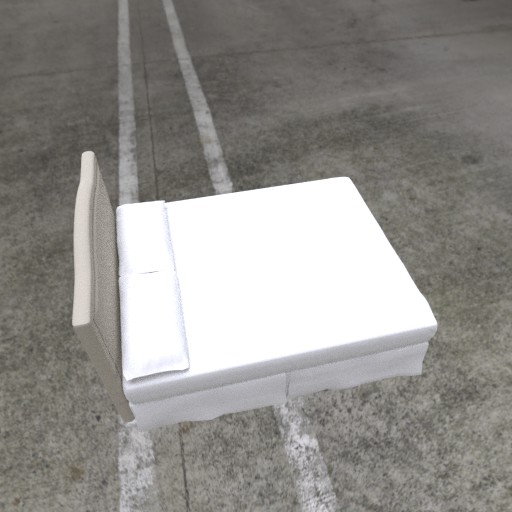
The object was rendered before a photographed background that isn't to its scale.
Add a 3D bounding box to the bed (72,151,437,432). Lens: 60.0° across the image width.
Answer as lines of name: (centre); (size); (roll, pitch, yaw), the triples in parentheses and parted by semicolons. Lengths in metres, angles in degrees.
bed: (0.000, 0.000, 3.639); (2.477, 1.437, 1.977); (-10, 48, -9)
